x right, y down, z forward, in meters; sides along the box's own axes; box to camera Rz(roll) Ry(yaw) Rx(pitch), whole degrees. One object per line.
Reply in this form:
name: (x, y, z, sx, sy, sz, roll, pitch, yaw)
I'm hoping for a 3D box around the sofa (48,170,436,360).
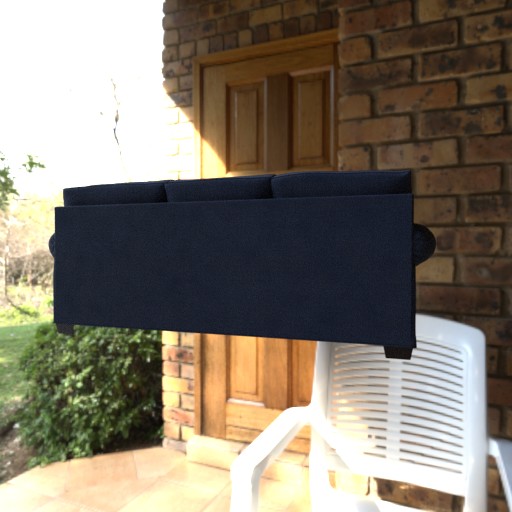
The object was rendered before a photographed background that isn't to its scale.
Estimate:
sofa: (0.000, 0.000, 3.519, 2.567, 1.063, 1.780, 0, 1, 18)
